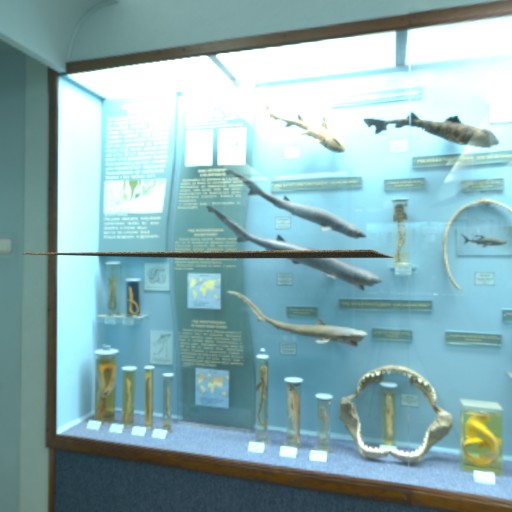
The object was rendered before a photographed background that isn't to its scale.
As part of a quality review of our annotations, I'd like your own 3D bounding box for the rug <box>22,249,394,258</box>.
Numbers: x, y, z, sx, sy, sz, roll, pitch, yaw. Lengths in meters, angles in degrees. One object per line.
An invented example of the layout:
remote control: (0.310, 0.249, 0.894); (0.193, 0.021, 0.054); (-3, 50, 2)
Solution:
rug: (0.000, 0.000, 4.285); (2.438, 0.012, 3.200); (0, -1, 19)
